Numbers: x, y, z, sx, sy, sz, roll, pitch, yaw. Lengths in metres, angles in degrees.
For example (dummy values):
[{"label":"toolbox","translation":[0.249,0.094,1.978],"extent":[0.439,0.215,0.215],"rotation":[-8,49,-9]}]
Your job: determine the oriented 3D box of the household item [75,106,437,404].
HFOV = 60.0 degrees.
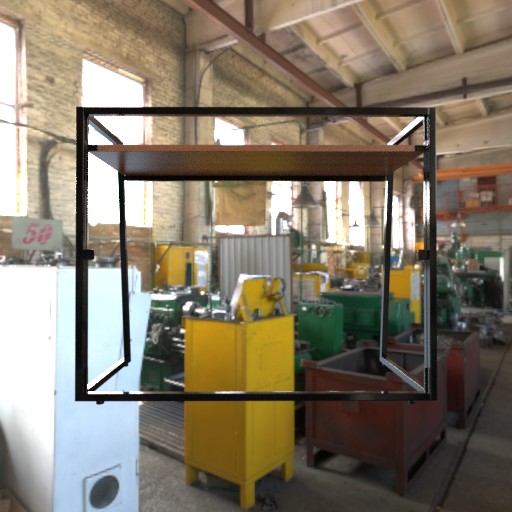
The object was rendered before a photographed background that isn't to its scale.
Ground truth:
[{"label":"household item","translation":[0.000,0.000,1.536],"extent":[1.050,0.860,0.510],"rotation":[0,-1,0]}]
